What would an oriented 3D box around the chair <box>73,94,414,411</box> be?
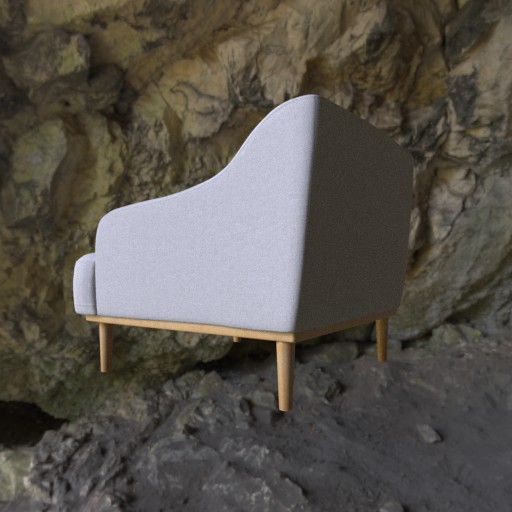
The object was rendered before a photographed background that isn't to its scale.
[{"bbox_3d":[0.000,0.000,1.659,0.951,0.818,0.946,-1,-1,36],"label":"chair"}]
